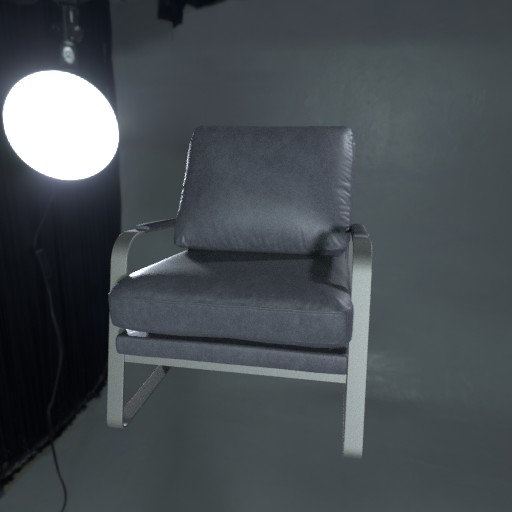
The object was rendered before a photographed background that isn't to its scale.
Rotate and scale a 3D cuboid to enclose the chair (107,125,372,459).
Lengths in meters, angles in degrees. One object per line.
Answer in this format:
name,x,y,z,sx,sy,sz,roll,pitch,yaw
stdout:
chair,0.000,0.000,1.444,0.692,0.839,0.878,3,15,11
